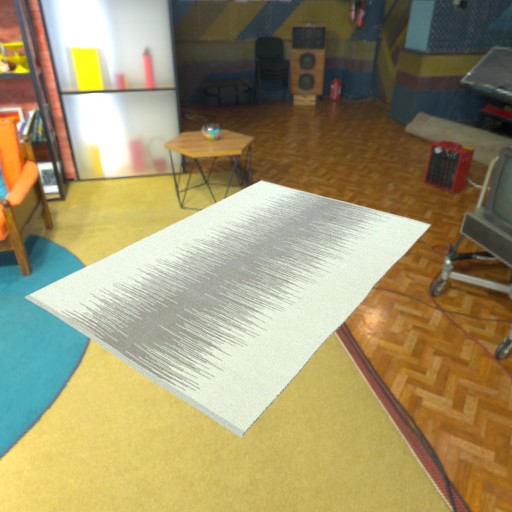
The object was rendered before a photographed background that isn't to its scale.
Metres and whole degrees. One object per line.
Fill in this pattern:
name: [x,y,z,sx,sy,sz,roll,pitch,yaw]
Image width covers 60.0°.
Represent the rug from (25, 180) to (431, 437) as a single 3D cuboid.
rug: [0.000,0.000,2.287,1.226,0.007,1.815,20,36,31]
